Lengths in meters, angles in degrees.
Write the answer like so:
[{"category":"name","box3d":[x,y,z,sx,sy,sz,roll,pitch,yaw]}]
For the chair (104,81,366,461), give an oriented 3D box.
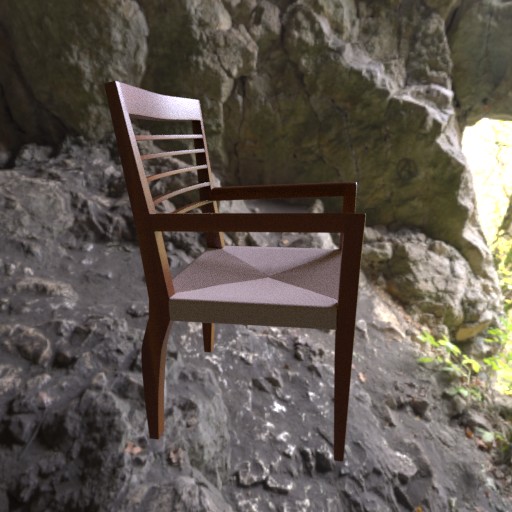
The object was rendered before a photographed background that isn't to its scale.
[{"category":"chair","box3d":[0.000,0.000,1.222,0.540,0.855,0.587,3,16,10]}]
